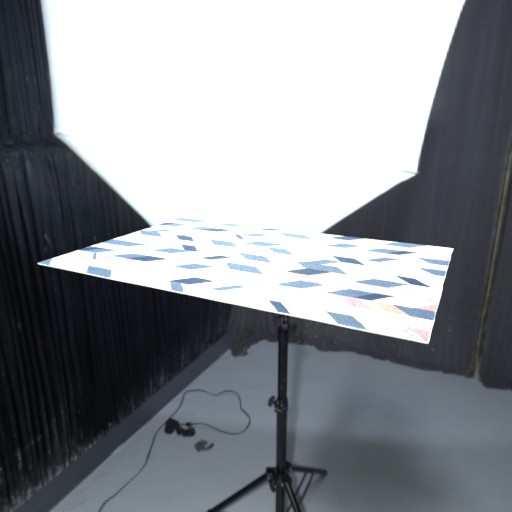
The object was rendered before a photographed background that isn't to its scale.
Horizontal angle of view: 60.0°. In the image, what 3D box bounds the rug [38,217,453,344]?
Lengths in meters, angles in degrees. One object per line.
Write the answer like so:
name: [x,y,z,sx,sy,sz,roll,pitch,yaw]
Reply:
rug: [0.000,0.000,2.292,1.813,0.006,1.202,8,19,25]
